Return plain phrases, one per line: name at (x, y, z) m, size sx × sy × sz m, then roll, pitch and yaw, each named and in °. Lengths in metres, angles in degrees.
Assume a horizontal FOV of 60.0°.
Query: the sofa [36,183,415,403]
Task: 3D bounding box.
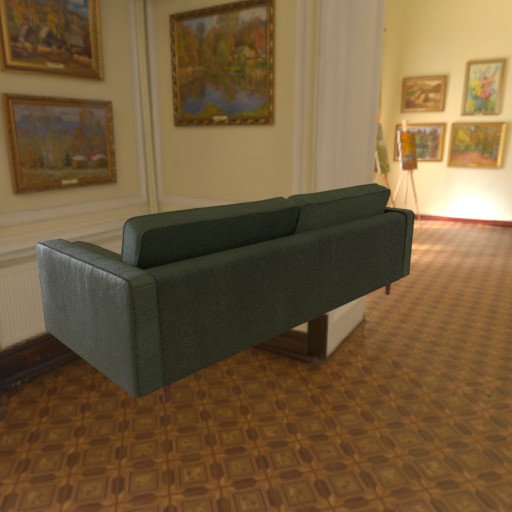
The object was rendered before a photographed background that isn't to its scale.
sofa at (0.000, 0.000, 2.650) m, size 0.918 × 0.769 × 2.199 m, roll 14°, pitch 21°, yaw 43°
